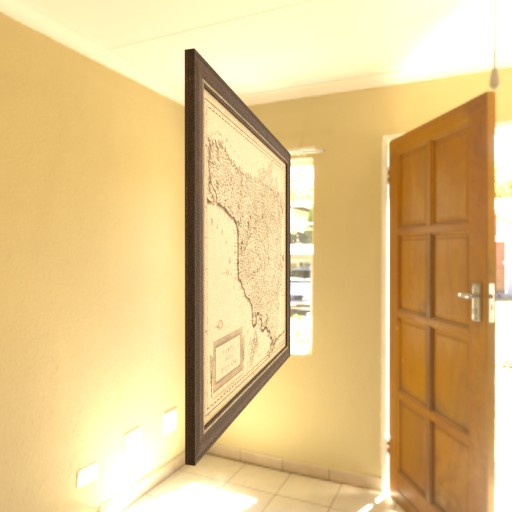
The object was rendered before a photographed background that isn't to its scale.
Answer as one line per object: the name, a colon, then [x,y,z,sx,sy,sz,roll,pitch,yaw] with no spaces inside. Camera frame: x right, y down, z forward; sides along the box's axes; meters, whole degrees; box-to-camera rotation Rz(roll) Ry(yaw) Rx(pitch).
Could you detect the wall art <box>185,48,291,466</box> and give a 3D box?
wall art: [0.000,0.000,1.429,0.023,0.875,1.033,0,0,16]
